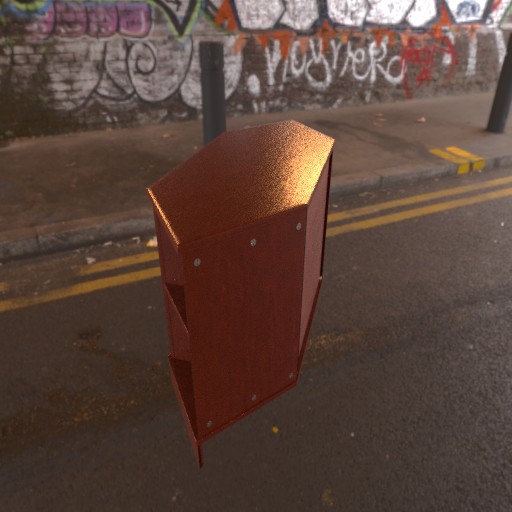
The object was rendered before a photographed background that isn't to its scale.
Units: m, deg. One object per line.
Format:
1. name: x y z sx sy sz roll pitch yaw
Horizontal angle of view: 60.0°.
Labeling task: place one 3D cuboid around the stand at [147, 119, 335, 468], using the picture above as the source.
1. stand: 0.000 0.000 1.380 0.381 0.614 1.072 7 30 13
